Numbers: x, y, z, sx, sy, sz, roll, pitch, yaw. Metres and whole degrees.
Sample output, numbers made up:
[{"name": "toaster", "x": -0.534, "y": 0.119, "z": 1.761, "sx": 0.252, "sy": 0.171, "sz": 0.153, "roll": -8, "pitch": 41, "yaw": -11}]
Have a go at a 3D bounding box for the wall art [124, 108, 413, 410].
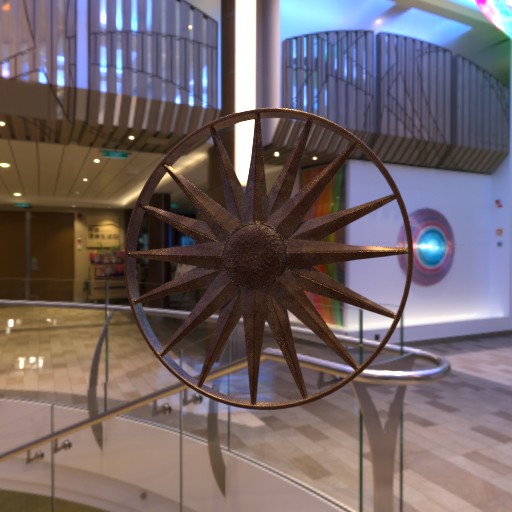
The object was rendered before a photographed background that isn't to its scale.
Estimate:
[{"name": "wall art", "x": 0.000, "y": 0.000, "z": 0.871, "sx": 0.582, "sy": 0.583, "sz": 0.084, "roll": 0, "pitch": 1, "yaw": 18}]
